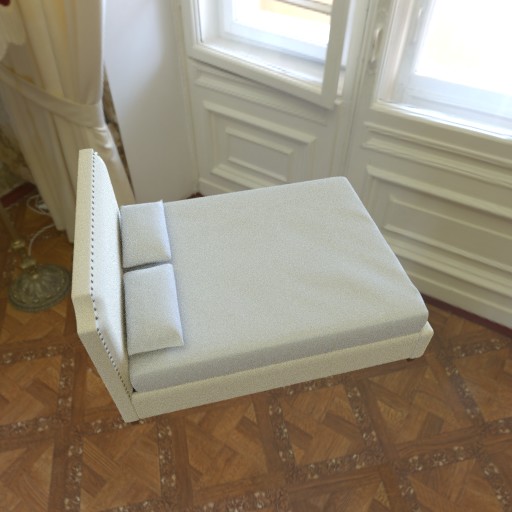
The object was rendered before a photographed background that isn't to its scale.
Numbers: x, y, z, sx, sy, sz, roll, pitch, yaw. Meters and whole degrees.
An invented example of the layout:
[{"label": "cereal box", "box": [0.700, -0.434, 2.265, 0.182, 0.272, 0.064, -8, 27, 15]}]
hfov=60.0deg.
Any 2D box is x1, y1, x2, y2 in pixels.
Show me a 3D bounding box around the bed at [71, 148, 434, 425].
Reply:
[{"label": "bed", "box": [0.000, 0.000, 3.481, 2.329, 1.415, 1.703, -10, 48, -9]}]
